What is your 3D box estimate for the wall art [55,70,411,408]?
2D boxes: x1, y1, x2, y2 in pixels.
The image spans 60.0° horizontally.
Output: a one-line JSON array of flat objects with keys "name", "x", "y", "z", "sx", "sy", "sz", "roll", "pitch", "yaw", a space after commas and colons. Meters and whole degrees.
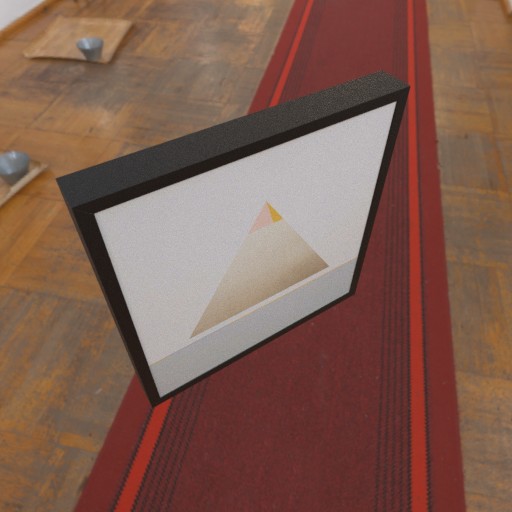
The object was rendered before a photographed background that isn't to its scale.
[{"name": "wall art", "x": 0.000, "y": 0.000, "z": 0.461, "sx": 0.304, "sy": 0.303, "sz": 0.037, "roll": -25, "pitch": 52, "yaw": -21}]
